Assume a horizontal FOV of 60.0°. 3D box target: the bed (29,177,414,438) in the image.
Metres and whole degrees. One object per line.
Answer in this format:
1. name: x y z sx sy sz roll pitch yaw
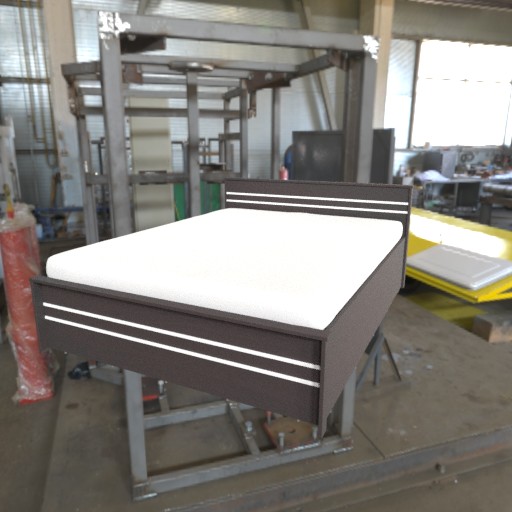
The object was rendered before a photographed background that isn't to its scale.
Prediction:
1. bed: 0.000 0.000 2.906 1.634 0.808 2.103 7 16 25
